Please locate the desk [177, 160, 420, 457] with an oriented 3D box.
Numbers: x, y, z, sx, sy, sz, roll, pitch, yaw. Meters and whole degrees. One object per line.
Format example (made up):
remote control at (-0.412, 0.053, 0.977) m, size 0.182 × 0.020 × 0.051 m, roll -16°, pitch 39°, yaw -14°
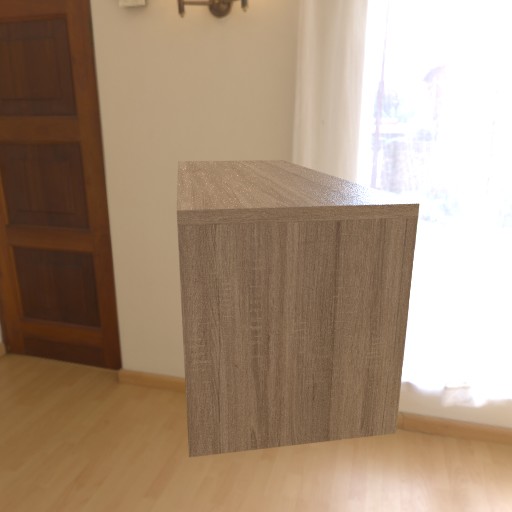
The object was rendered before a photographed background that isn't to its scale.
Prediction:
desk at (0.000, 0.000, 2.087) m, size 0.690 × 0.760 × 1.700 m, roll -3°, pitch 16°, yaw -9°
